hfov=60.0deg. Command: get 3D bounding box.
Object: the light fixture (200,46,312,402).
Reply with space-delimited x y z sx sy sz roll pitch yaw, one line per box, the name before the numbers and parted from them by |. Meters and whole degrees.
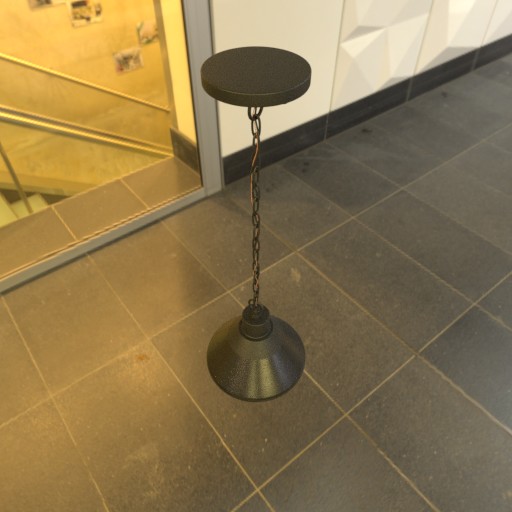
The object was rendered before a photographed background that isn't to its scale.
light fixture | 0.000 0.000 0.692 0.201 0.588 0.201 25 51 22
